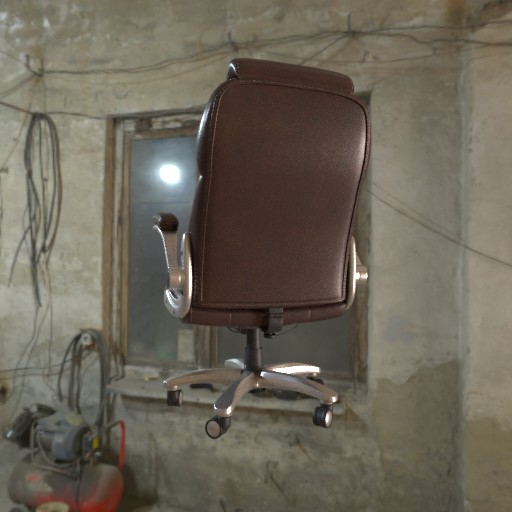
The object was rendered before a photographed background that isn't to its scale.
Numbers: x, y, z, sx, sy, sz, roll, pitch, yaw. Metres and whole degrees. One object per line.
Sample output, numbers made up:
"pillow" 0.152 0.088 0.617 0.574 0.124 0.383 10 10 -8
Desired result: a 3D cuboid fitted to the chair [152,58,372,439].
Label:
"chair" 0.000 0.000 1.652 0.733 1.160 0.774 0 0 -19
